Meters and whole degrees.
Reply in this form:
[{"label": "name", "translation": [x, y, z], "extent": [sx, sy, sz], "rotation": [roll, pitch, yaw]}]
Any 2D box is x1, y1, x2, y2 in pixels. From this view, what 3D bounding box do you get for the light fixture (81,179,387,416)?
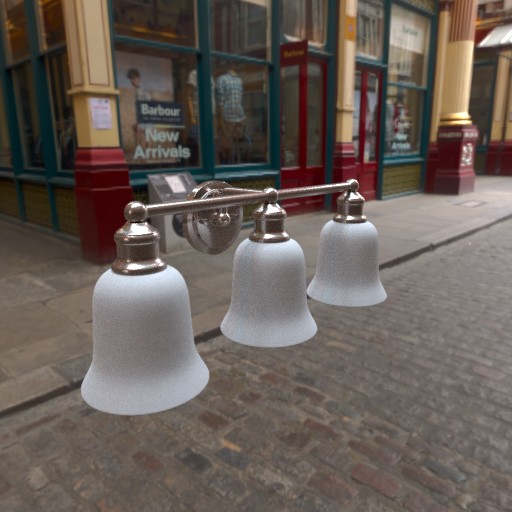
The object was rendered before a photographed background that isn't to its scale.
[{"label": "light fixture", "translation": [0.000, 0.000, 0.660], "extent": [0.198, 0.211, 0.570], "rotation": [13, 19, 42]}]
